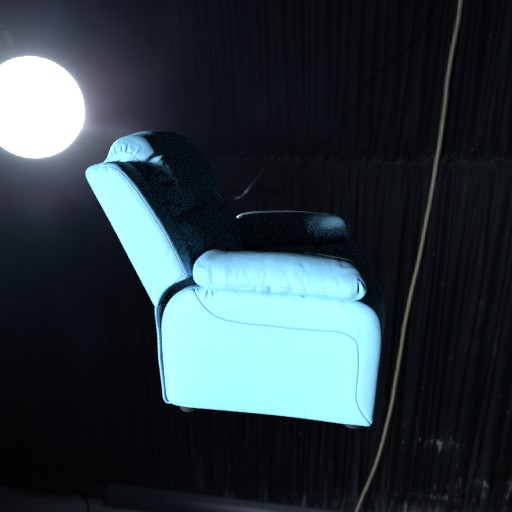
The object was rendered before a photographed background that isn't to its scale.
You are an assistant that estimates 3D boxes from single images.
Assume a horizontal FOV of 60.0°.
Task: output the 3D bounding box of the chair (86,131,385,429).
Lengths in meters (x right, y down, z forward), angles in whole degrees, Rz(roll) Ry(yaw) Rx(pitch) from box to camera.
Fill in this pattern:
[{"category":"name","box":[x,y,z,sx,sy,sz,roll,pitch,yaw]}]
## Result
[{"category":"chair","box":[0.000,0.000,1.293,0.709,0.702,0.680,2,16,7]}]
